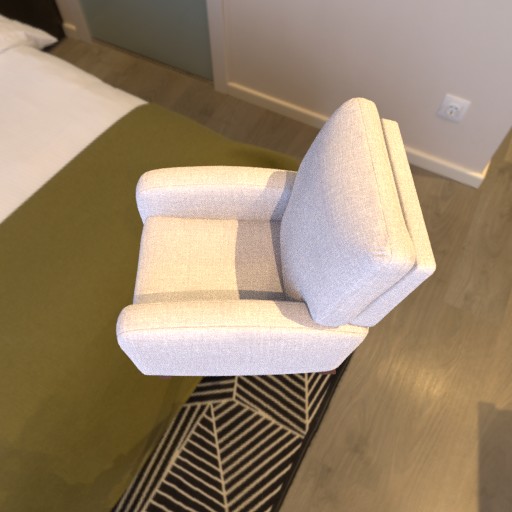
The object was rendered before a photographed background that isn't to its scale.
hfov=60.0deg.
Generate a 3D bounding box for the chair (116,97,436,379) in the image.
[{"bbox_3d":[0.000,0.000,1.715,0.990,0.990,0.762,-1,59,-1],"label":"chair"}]
